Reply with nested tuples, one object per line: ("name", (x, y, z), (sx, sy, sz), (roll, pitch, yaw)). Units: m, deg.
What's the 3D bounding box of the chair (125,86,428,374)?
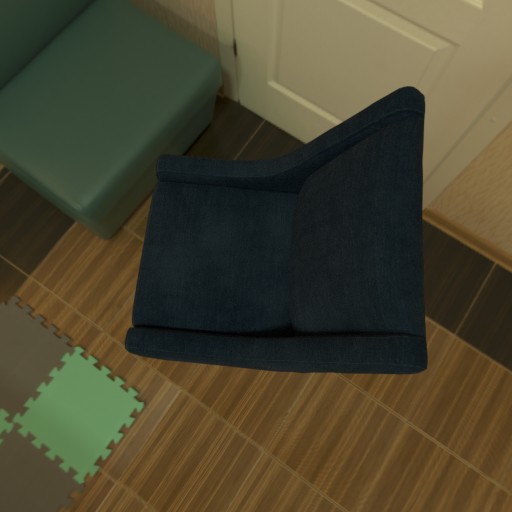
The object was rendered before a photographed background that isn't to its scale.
("chair", (0.000, 0.000, 1.581), (0.870, 1.014, 0.774), (5, 74, 1))
